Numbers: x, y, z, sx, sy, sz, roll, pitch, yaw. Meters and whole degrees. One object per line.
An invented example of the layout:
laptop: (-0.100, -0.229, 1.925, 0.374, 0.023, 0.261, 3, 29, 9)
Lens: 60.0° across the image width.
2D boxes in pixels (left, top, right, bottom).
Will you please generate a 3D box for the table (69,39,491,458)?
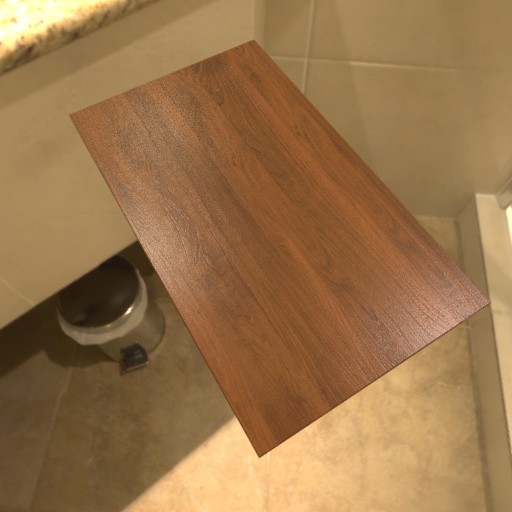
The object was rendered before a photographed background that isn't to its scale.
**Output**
table: (0.000, 0.000, 1.648, 0.714, 0.760, 1.205, -28, 66, -14)
